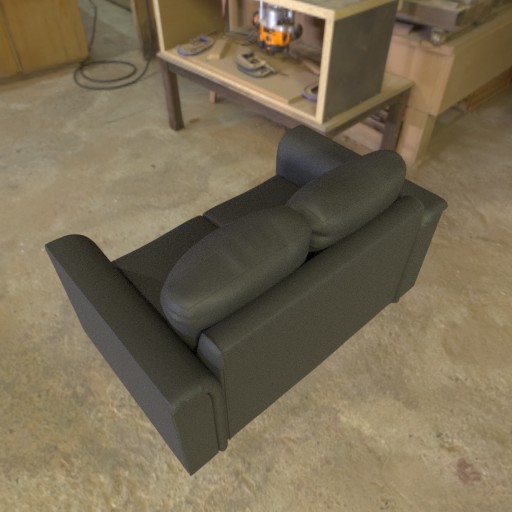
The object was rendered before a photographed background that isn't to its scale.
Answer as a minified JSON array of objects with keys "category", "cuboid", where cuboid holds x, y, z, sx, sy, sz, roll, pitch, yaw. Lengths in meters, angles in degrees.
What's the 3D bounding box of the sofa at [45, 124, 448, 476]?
[{"category":"sofa","cuboid":[0.000,0.000,1.904,1.386,0.845,0.887,-32,53,-28]}]
